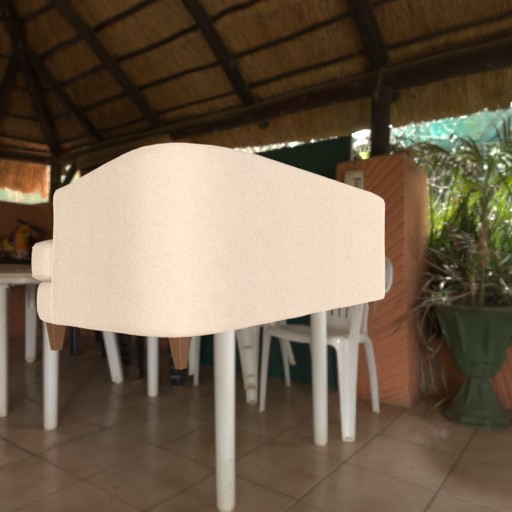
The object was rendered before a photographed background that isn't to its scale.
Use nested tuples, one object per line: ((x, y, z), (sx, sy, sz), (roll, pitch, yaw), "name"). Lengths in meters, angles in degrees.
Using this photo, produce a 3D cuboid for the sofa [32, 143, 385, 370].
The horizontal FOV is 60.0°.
((0.000, 0.000, 2.651), (0.941, 0.855, 2.278), (0, -1, 36), "sofa")
